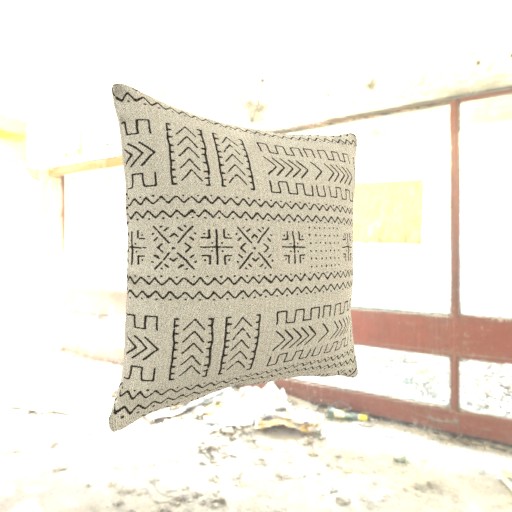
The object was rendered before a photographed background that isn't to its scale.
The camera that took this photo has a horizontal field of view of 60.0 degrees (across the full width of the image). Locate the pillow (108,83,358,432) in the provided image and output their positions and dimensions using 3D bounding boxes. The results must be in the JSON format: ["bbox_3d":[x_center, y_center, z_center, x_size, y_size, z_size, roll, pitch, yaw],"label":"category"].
[{"bbox_3d":[0.000,0.000,0.658,0.438,0.430,0.164,0,1,-36],"label":"pillow"}]
